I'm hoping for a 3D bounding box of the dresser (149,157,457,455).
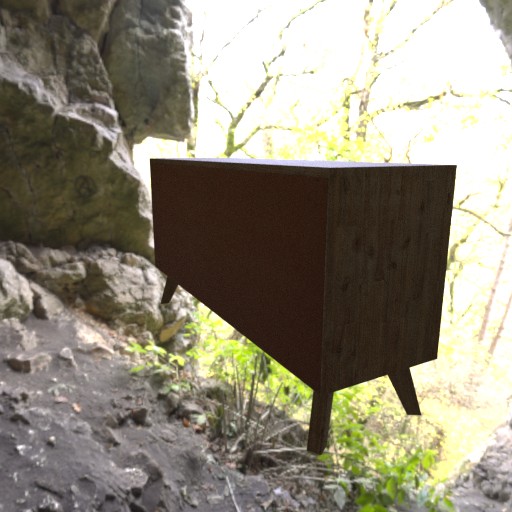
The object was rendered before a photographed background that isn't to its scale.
[{"bbox_3d":[0.000,0.000,1.909,0.455,0.805,1.554,-7,15,-28],"label":"dresser"}]
